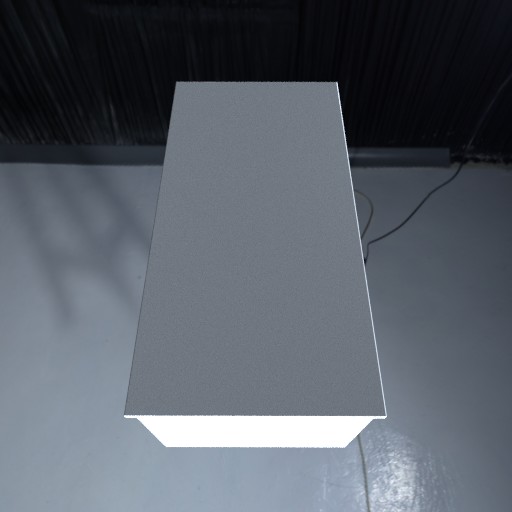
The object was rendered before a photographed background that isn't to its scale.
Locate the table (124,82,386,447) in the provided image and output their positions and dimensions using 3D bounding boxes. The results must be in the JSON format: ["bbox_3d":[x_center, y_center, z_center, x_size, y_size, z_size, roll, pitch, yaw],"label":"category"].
[{"bbox_3d":[0.000,0.000,1.296,0.500,0.441,1.000,0,58,0],"label":"table"}]
